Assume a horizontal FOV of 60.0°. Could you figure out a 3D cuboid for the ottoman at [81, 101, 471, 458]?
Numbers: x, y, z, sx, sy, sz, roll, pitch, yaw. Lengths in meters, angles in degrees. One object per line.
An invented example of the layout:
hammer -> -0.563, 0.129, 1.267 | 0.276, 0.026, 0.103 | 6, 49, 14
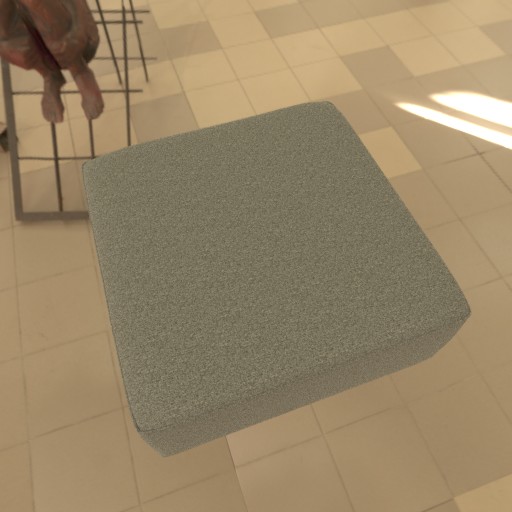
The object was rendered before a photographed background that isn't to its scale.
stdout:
ottoman -> 0.000, 0.000, 1.580 | 1.005, 0.464, 1.015 | -17, 60, -10
